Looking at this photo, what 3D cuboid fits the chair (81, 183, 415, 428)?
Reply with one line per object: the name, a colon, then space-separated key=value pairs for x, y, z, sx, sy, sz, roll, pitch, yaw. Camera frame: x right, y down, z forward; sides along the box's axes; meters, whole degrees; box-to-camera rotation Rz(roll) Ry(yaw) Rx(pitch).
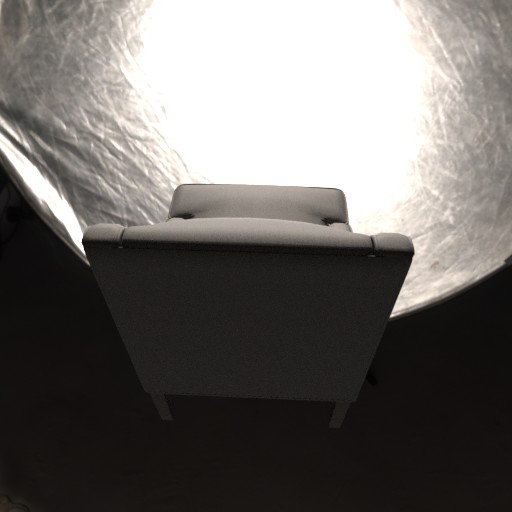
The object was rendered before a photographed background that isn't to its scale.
chair: x=0.000 y=0.000 z=1.368 sx=0.631 sy=0.867 sz=0.747 roll=2 pitch=49 yaw=2
